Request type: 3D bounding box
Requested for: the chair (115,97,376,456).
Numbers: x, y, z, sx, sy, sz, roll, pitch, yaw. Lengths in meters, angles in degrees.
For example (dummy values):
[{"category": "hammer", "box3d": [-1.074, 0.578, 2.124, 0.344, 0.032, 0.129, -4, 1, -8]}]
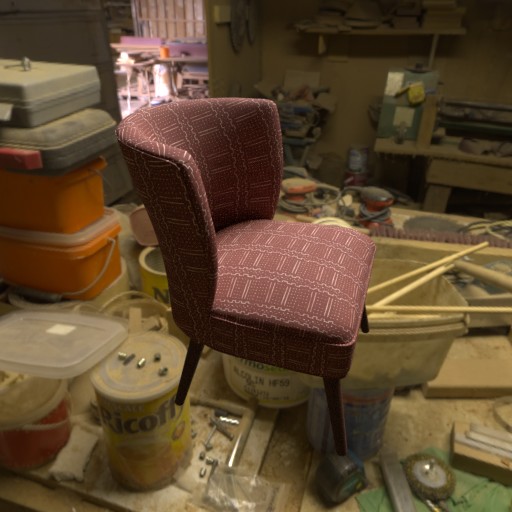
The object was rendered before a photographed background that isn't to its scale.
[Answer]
[{"category": "chair", "box3d": [0.000, 0.000, 1.417, 0.758, 0.866, 0.706, 10, 31, 16]}]
